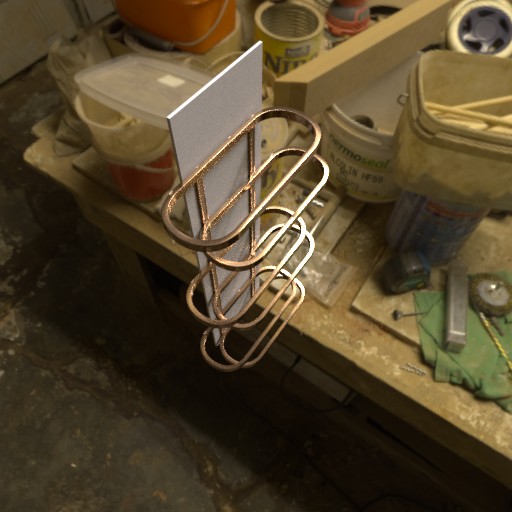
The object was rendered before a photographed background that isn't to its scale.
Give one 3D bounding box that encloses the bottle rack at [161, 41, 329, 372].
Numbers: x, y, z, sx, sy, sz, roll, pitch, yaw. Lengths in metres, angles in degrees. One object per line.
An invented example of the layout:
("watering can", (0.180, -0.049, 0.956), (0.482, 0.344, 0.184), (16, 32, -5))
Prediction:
("bottle rack", (0.000, 0.000, 0.819), (0.118, 0.709, 0.332), (31, 63, 18))
